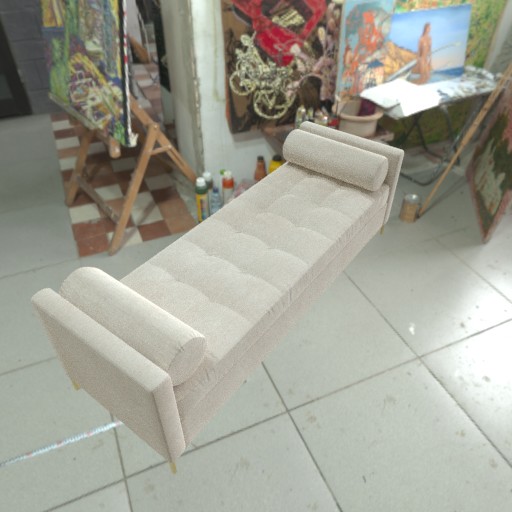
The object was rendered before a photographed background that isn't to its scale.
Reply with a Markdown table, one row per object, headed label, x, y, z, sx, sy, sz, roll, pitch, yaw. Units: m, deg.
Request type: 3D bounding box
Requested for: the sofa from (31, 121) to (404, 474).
| label | x | y | z | sx | sy | sz | roll | pitch | yaw |
| --- | --- | --- | --- | --- | --- | --- | --- | --- | --- |
| sofa | 0.000 | 0.000 | 2.321 | 0.686 | 0.635 | 1.981 | 26 | 47 | 27 |
